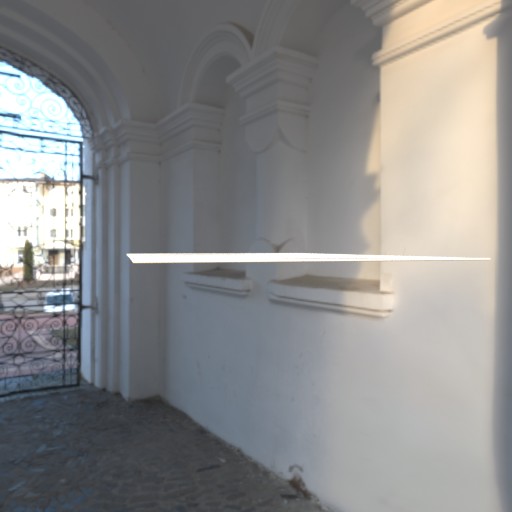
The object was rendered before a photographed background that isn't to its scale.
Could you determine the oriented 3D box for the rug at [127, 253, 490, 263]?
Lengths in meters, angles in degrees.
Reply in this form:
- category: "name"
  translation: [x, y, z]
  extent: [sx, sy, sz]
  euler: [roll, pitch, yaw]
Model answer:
- category: "rug"
  translation: [0.000, 0.000, 2.764]
  extent: [1.533, 0.010, 2.142]
  euler: [0, 1, -17]
